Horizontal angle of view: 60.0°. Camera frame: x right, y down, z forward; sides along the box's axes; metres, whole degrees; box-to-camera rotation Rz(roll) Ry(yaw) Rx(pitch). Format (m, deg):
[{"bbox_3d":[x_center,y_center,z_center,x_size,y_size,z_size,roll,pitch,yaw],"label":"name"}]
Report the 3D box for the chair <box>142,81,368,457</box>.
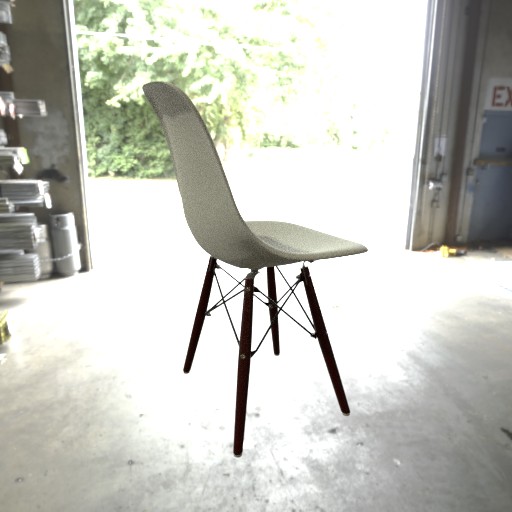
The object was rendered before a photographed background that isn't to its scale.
[{"bbox_3d":[0.000,0.000,1.170,0.533,0.826,0.470,-7,16,-26],"label":"chair"}]
